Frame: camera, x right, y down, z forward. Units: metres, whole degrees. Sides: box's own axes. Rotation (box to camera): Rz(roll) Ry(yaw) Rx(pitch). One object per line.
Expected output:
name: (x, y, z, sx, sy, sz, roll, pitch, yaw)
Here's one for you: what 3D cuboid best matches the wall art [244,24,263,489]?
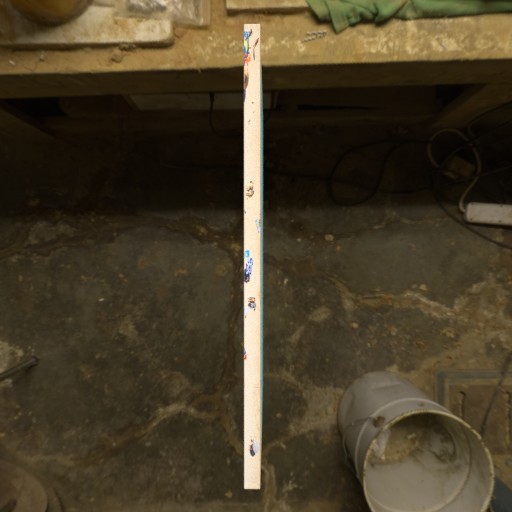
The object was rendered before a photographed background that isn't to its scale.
wall art: (0.000, 0.000, 1.465, 0.040, 0.769, 1.136, 0, 91, 1)
